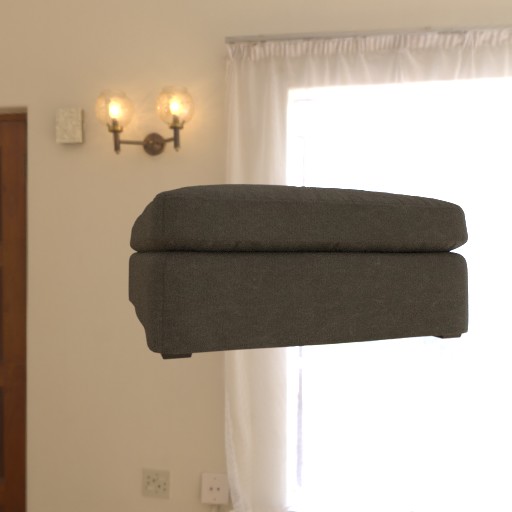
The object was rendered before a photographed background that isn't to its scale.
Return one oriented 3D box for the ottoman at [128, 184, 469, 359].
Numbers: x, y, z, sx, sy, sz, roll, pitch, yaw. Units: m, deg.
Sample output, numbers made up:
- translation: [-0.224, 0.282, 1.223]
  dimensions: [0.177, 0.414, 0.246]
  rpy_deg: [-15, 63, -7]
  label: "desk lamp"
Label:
- translation: [0.000, 0.000, 1.588]
  dimensions: [0.840, 0.429, 1.199]
  rpy_deg: [0, 0, -18]
  label: "ottoman"
